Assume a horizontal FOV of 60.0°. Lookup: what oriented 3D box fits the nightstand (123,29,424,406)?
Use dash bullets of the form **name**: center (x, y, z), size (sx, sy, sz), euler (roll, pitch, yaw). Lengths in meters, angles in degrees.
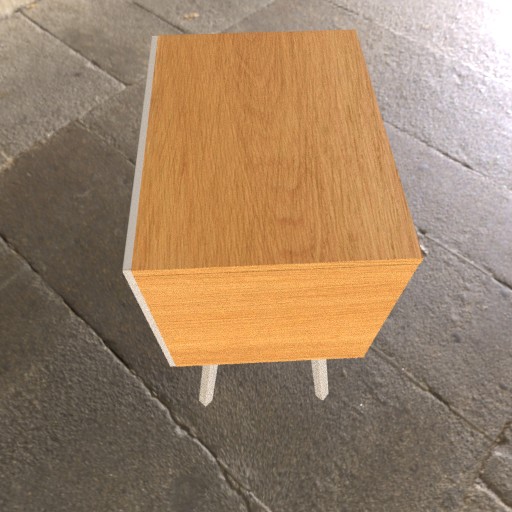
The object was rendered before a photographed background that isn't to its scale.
- **nightstand**: center (0.000, 0.000, 0.801), size (0.316, 0.601, 0.400), euler (-2, 58, -2)
